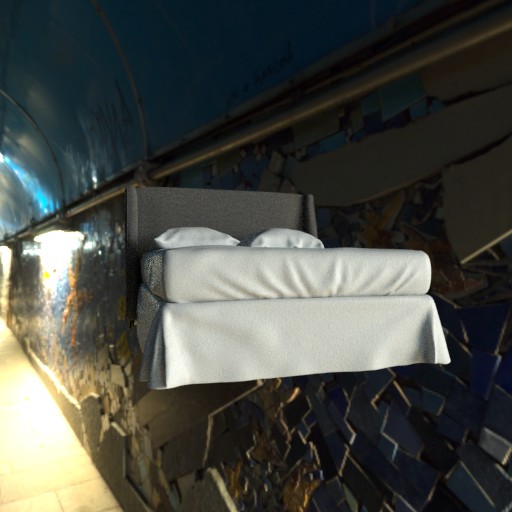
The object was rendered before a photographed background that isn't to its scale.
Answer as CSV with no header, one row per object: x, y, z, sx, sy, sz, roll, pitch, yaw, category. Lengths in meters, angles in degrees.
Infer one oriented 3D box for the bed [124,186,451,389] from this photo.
0.000,0.000,3.442,1.925,1.332,2.276,0,0,-18,bed
